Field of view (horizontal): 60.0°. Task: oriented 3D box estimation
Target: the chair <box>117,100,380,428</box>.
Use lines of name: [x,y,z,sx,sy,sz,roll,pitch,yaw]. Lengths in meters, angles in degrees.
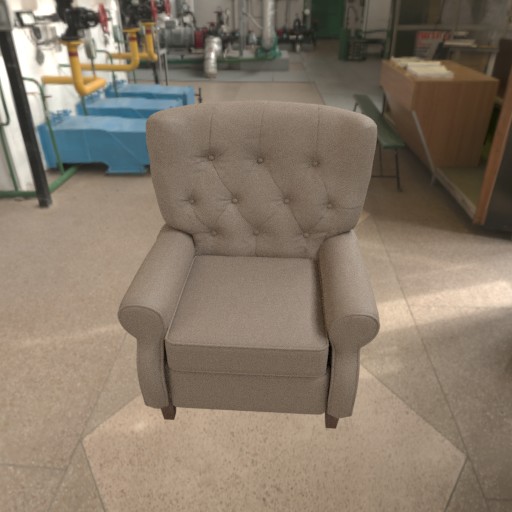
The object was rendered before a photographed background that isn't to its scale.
chair: [0.000,0.000,1.929,0.999,1.138,1.041,2,31,3]
